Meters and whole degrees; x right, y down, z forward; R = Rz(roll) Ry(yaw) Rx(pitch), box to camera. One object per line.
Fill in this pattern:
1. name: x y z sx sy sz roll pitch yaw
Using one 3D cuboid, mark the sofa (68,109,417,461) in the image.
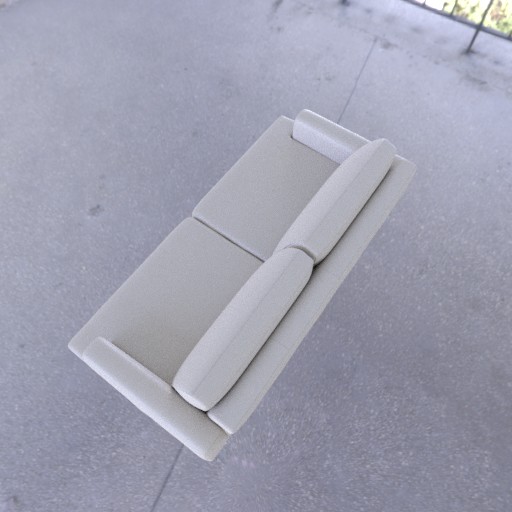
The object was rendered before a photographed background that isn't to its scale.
1. sofa: 0.000 0.000 2.435 0.974 0.765 1.940 32 67 16
